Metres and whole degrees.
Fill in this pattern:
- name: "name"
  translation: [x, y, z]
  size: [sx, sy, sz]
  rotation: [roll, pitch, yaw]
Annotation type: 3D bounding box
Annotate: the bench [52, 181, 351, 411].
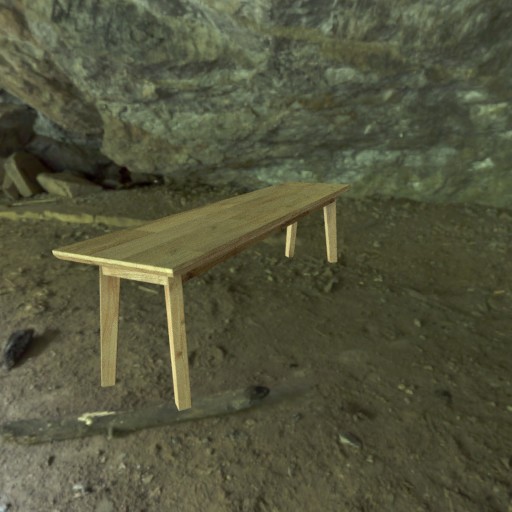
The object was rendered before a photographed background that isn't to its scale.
- name: "bench"
  translation: [0.000, 0.000, 1.873]
  size: [0.378, 0.431, 1.698]
  rotation: [7, 18, 24]
